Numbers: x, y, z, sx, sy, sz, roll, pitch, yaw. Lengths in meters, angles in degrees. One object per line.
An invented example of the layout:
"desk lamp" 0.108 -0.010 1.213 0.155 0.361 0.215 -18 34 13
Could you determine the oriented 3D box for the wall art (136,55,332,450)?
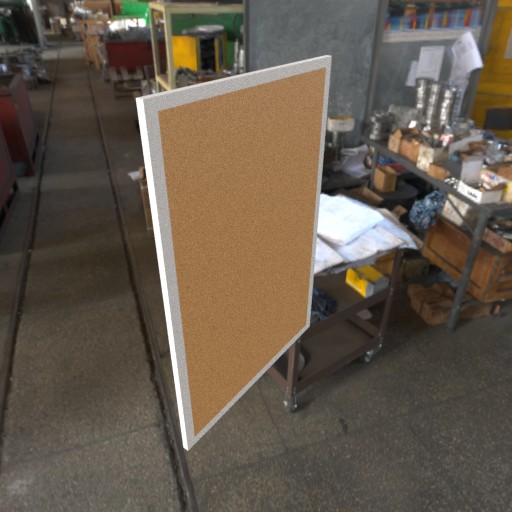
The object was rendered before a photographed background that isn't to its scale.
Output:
"wall art" 0.000 0.000 0.845 0.013 0.656 0.456 21 37 31
